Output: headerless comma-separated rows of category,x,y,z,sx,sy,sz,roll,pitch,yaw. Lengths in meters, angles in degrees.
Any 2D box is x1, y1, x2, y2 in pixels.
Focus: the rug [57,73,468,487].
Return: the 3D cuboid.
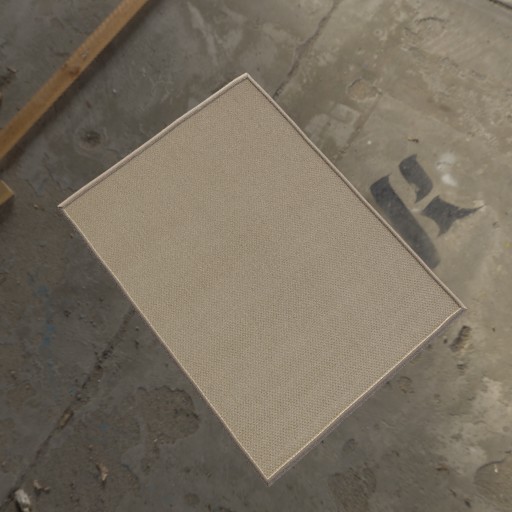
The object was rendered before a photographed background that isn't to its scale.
rug,0.000,0.000,2.683,1.525,0.020,2.081,-38,79,-9
